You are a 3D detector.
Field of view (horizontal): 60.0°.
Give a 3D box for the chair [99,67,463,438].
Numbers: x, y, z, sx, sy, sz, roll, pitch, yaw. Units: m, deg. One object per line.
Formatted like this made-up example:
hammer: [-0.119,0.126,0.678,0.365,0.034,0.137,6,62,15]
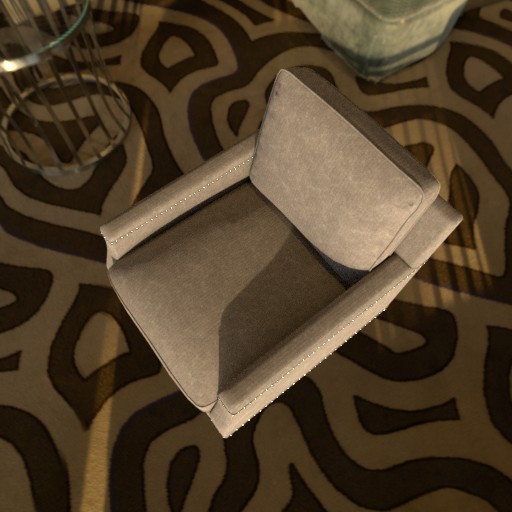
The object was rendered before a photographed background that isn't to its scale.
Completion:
chair: [0.000,0.000,1.691,1.014,0.948,0.853,-35,69,-16]
